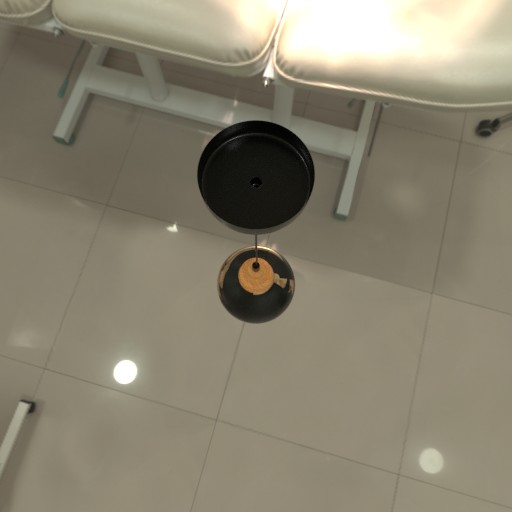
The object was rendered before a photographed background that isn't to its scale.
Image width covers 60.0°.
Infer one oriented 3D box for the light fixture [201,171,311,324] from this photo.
[{"bbox_3d":[0.000,0.000,1.815,0.430,1.606,0.430,15,77,4],"label":"light fixture"}]
